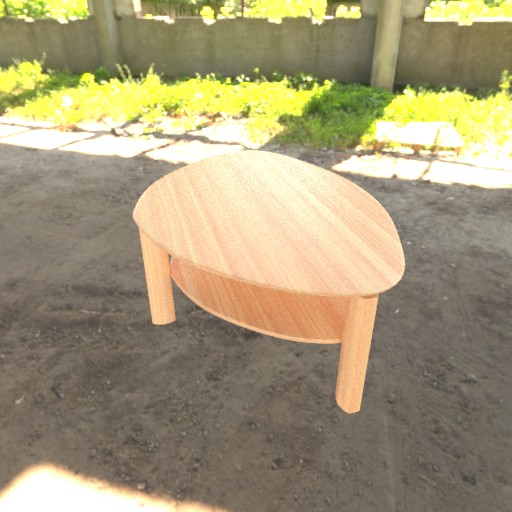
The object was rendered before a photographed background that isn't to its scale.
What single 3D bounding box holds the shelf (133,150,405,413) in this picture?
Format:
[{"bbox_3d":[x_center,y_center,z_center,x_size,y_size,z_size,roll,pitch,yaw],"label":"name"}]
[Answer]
[{"bbox_3d":[0.000,0.000,1.670,0.845,0.440,1.246,-8,31,-14],"label":"shelf"}]
